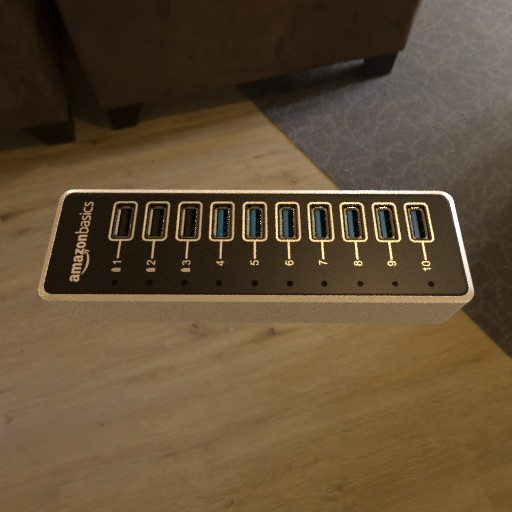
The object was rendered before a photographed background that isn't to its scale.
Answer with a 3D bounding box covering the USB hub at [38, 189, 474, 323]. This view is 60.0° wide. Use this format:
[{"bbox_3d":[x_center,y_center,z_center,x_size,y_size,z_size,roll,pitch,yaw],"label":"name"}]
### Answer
[{"bbox_3d":[0.000,0.000,0.164,0.145,0.023,0.044,0,64,0],"label":"USB hub"}]
